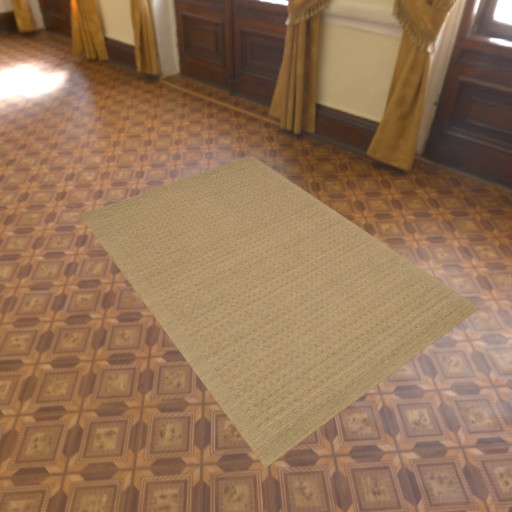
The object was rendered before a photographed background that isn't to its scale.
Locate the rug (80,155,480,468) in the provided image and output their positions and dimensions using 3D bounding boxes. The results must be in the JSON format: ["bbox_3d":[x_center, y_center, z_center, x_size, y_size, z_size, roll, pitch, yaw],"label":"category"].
[{"bbox_3d":[0.000,0.000,3.717,1.981,0.006,2.895,-25,47,-26],"label":"rug"}]
